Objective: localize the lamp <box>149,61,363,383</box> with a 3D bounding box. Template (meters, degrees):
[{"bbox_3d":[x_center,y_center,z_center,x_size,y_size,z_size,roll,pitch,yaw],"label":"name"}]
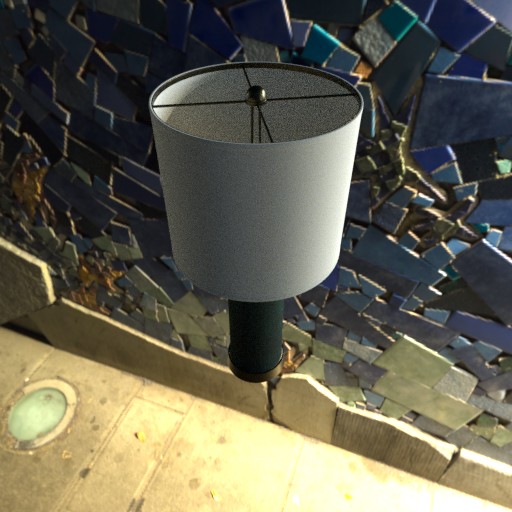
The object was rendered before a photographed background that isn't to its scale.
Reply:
[{"bbox_3d":[0.000,0.000,0.827,0.301,0.630,0.301,26,47,27],"label":"lamp"}]
